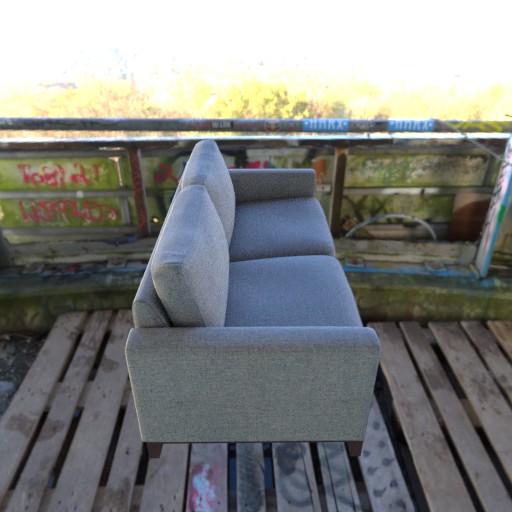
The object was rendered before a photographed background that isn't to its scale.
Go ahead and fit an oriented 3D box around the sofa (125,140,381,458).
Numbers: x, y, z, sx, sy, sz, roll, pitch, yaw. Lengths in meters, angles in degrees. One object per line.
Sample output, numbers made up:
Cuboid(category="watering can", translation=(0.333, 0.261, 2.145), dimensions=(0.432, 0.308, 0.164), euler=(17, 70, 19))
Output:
Cuboid(category="sofa", translation=(0.000, 0.000, 2.518), dimensions=(0.969, 0.892, 1.978), euler=(0, 30, -1))
